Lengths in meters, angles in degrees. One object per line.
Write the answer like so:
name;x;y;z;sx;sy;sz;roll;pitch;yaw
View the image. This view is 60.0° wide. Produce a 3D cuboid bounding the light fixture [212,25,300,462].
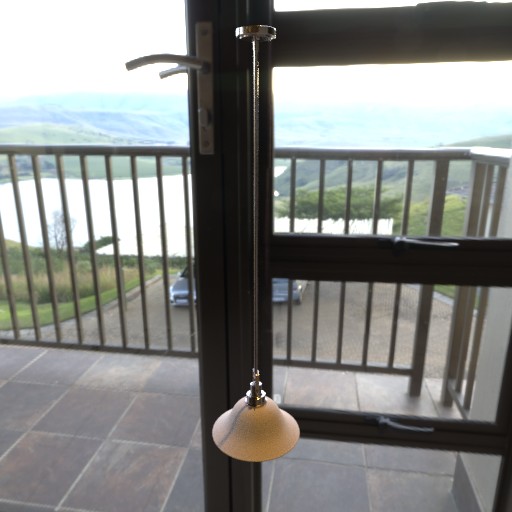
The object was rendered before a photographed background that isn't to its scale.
light fixture;0.000;0.000;1.462;0.324;1.354;0.324;-3;16;-9
